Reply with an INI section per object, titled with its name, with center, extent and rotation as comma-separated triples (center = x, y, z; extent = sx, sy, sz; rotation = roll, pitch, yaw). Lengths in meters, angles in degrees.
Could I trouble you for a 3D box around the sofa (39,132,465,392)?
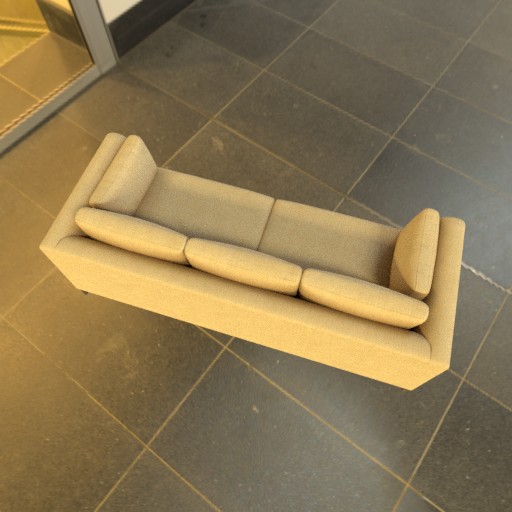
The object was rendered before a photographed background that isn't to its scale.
[sofa]
center = 0.000, 0.000, 2.957
extent = 2.415, 0.867, 0.969
rotation = 16, 64, 8
